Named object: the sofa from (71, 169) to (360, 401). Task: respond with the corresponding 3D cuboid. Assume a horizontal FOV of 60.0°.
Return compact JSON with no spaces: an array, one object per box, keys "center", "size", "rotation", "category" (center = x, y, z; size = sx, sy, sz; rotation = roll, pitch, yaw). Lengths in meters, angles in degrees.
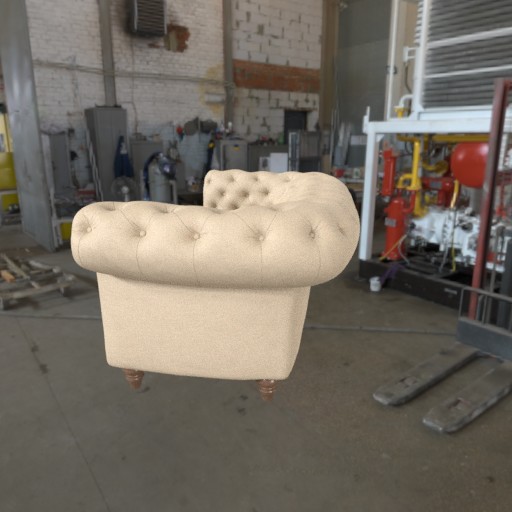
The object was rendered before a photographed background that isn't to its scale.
[{"center":[0.000,0.000,2.490],"size":[1.069,0.835,1.988],"rotation":[2,15,9],"category":"sofa"}]
